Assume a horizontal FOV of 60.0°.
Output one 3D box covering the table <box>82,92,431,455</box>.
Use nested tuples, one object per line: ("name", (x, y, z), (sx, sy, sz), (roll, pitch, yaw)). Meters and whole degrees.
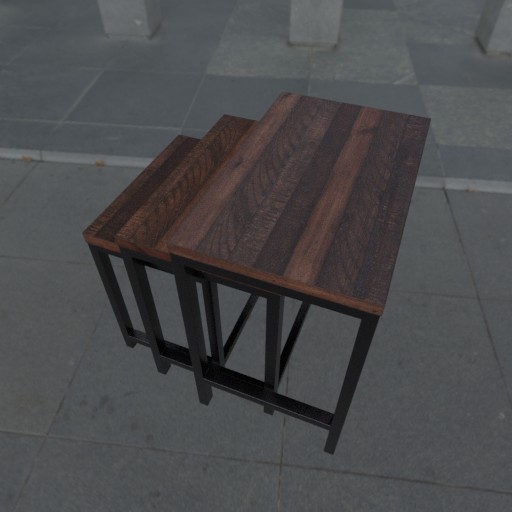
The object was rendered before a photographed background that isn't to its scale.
("table", (0.000, 0.000, 1.169), (0.660, 0.616, 0.608), (16, 48, 15))
